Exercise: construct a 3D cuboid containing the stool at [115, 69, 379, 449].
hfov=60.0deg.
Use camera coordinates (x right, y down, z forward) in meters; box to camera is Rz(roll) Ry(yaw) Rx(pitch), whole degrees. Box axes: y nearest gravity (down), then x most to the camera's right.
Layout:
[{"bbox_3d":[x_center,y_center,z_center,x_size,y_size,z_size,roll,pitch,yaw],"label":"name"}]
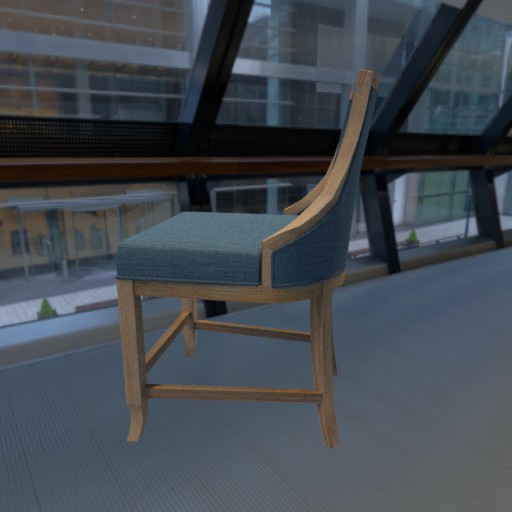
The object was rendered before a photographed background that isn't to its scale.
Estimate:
[{"bbox_3d":[0.000,0.000,1.288,0.626,0.938,0.524,2,15,9],"label":"stool"}]
